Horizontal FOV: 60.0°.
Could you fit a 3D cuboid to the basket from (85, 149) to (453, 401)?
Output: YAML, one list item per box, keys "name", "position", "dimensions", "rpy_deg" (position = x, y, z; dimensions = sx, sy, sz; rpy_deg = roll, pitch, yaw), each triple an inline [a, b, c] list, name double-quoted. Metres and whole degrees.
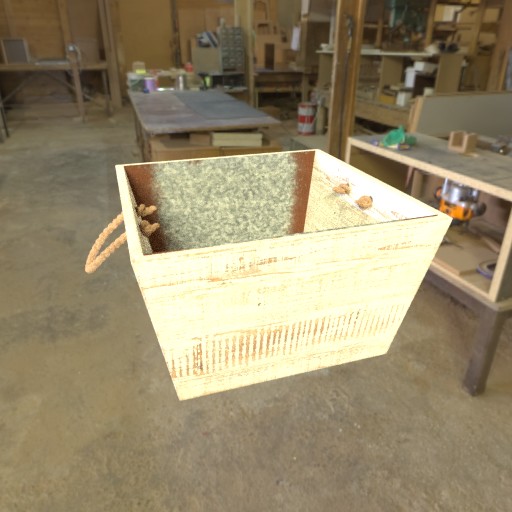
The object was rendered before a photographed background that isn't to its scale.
- name: "basket"
  position: [0.000, 0.000, 0.758]
  dimensions: [0.545, 0.247, 0.413]
  rpy_deg: [-8, 28, -16]
